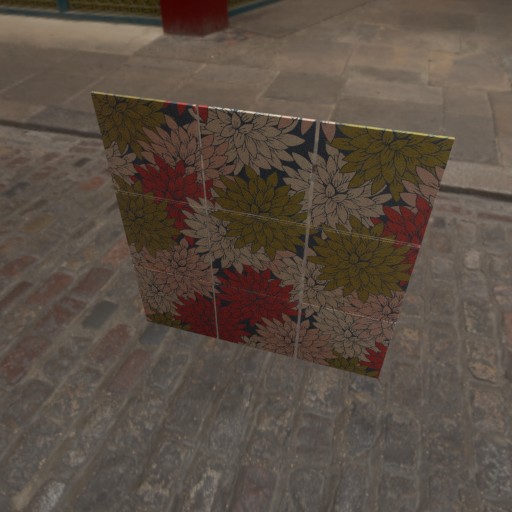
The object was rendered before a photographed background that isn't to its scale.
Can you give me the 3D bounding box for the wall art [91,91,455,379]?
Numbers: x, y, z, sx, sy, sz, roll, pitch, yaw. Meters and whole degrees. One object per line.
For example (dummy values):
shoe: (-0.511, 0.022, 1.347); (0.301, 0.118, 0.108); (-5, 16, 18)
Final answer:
wall art: (0.000, 0.000, 1.821); (1.206, 1.218, 0.013); (11, 43, 13)
